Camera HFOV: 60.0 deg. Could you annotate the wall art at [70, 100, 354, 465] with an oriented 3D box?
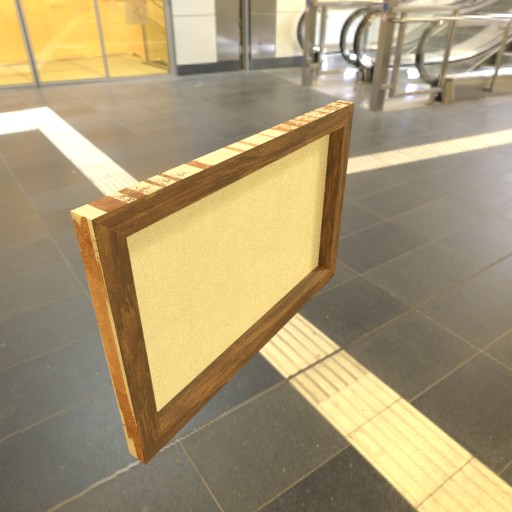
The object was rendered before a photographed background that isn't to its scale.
[{"bbox_3d":[0.000,0.000,0.765,0.035,0.405,0.609,21,37,30],"label":"wall art"}]
